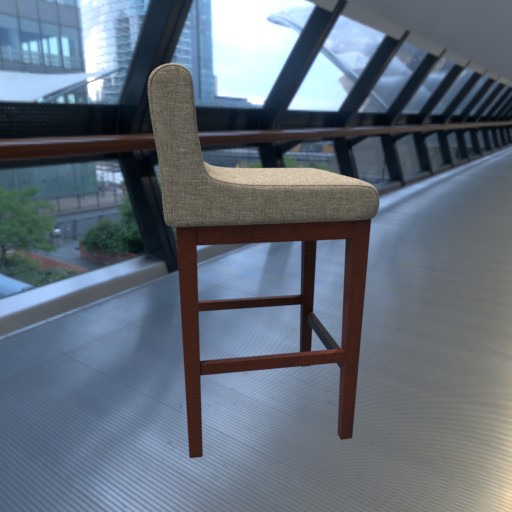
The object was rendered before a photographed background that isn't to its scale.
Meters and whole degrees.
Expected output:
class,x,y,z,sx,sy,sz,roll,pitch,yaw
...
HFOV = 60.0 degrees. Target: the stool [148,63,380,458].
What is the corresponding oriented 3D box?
class,x,y,z,sx,sy,sz,roll,pitch,yaw
stool,0.000,0.000,1.100,0.459,0.835,0.417,-3,16,-10
